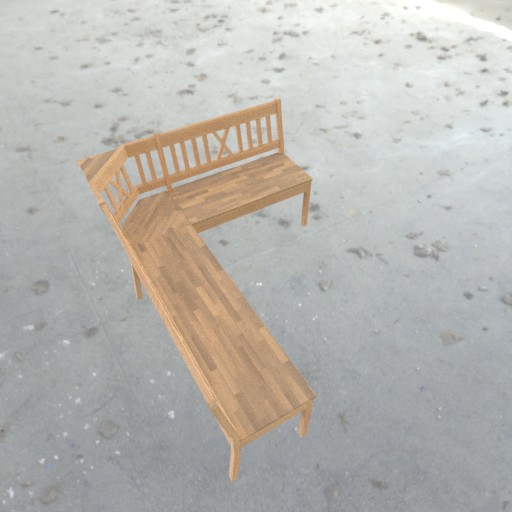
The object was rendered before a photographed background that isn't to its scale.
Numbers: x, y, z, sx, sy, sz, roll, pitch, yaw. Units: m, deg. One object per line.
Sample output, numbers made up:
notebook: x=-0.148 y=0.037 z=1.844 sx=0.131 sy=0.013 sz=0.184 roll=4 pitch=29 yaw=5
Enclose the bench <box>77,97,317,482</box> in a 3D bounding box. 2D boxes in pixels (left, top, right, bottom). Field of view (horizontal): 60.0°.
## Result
bench: x=0.000 y=0.000 z=2.812 sx=1.537 sy=0.902 sz=1.937 roll=-23 pitch=50 yaw=-21
